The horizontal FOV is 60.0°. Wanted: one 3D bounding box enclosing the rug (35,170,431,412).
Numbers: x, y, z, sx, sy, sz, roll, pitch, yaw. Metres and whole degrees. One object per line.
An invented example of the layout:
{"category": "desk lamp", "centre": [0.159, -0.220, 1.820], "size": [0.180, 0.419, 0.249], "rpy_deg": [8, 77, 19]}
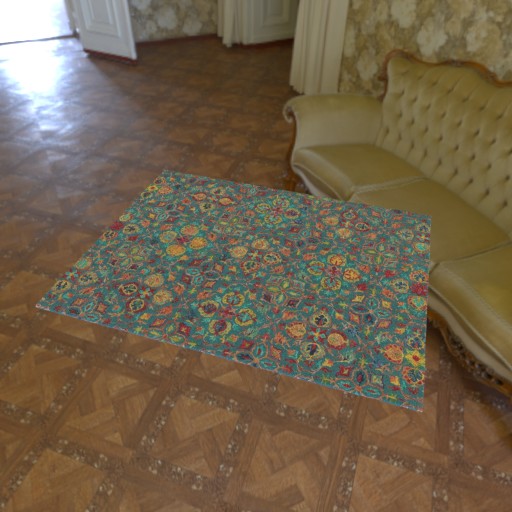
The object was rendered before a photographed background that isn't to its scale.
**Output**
{"category": "rug", "centre": [0.000, 0.000, 4.298], "size": [3.204, 0.025, 2.434], "rpy_deg": [12, 42, 14]}
